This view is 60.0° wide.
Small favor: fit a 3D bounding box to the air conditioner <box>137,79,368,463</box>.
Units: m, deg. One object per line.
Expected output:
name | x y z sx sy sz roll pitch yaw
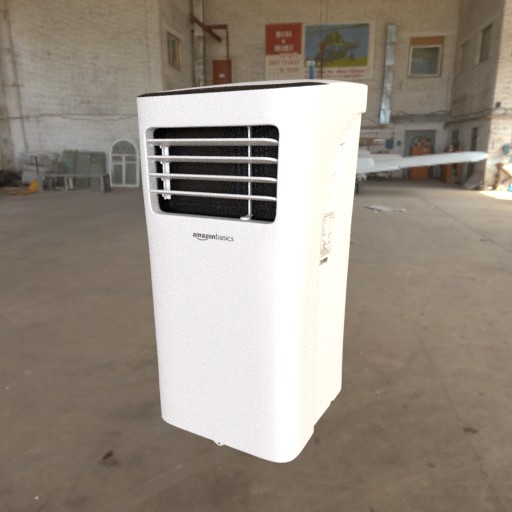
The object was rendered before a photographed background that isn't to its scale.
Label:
air conditioner | 0.000 0.000 0.935 0.352 0.716 0.369 8 16 28
